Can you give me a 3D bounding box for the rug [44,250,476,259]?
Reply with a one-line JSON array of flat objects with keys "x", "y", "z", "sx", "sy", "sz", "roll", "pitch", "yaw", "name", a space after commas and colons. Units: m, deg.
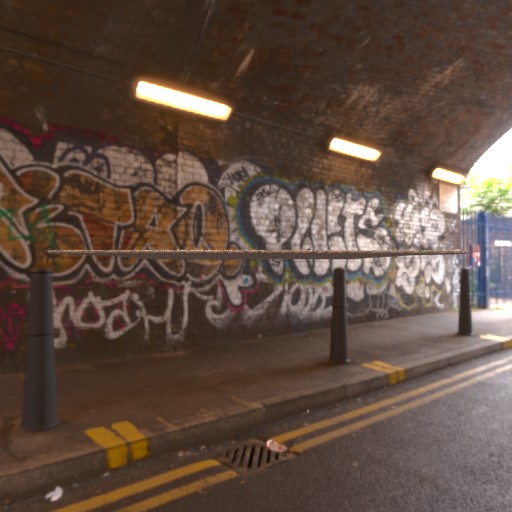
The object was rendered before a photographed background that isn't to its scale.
[{"x": 0.000, "y": 0.000, "z": 4.699, "sx": 2.892, "sy": 0.036, "sz": 3.585, "roll": 0, "pitch": -1, "yaw": -1, "name": "rug"}]
